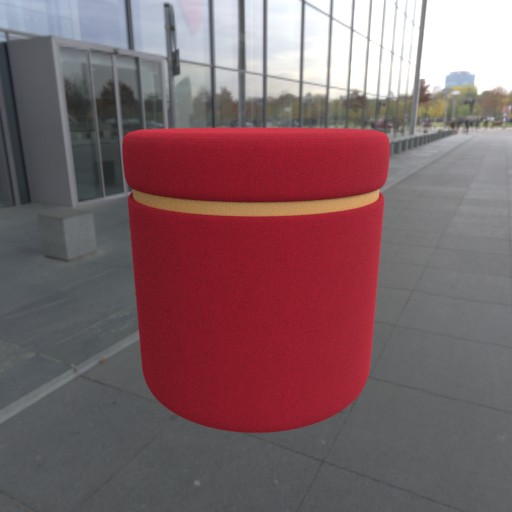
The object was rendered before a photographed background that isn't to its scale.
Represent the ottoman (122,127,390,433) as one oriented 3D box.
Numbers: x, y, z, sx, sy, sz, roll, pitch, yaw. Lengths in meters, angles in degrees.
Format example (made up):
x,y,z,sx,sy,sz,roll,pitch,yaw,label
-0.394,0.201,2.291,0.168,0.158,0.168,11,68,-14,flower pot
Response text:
x,y,z,sx,sy,sz,roll,pitch,yaw,label
0.000,0.000,0.740,0.400,0.406,0.400,0,17,0,ottoman
